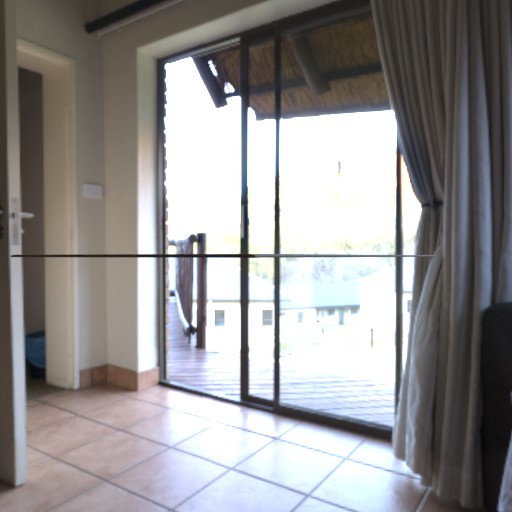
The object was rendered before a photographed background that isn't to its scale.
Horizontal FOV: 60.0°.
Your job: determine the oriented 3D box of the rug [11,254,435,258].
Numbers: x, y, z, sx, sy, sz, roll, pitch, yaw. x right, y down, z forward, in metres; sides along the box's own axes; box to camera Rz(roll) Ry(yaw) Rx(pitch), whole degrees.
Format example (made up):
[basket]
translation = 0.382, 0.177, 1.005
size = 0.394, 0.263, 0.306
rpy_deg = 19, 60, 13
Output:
[rug]
translation = 0.000, 0.000, 2.629
size = 1.517, 0.013, 2.115
rpy_deg = 0, 0, 36
